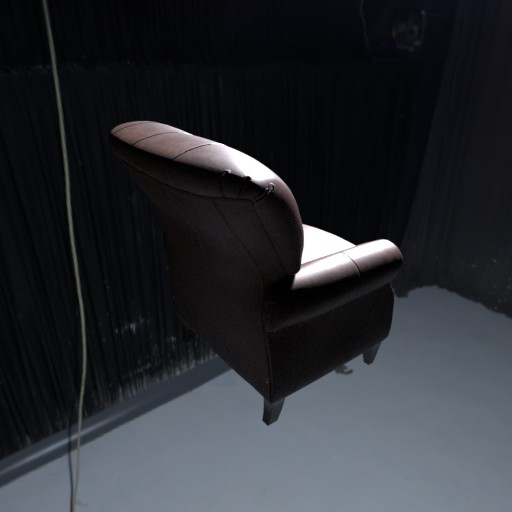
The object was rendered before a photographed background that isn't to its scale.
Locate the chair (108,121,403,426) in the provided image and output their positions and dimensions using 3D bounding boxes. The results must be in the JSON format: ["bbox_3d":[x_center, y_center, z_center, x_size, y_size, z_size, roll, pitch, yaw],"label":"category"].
[{"bbox_3d":[0.000,0.000,1.963,1.031,1.162,0.979,-19,32,-33],"label":"chair"}]
